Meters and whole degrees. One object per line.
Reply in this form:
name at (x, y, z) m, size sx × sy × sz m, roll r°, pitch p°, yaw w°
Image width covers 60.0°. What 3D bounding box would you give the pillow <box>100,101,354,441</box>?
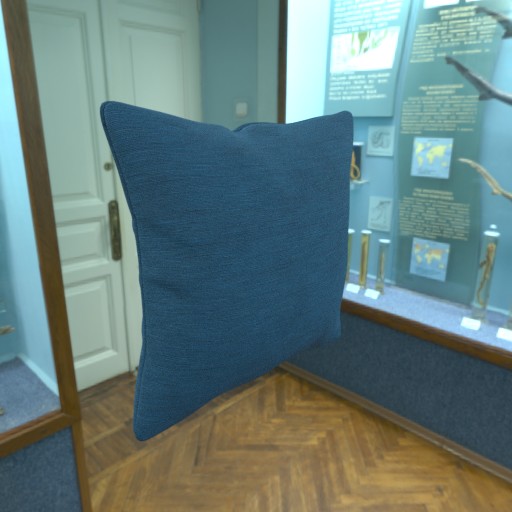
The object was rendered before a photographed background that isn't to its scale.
pillow at (0.000, 0.000, 0.656) m, size 0.437 × 0.420 × 0.177 m, roll -15°, pitch 22°, yaw -41°
